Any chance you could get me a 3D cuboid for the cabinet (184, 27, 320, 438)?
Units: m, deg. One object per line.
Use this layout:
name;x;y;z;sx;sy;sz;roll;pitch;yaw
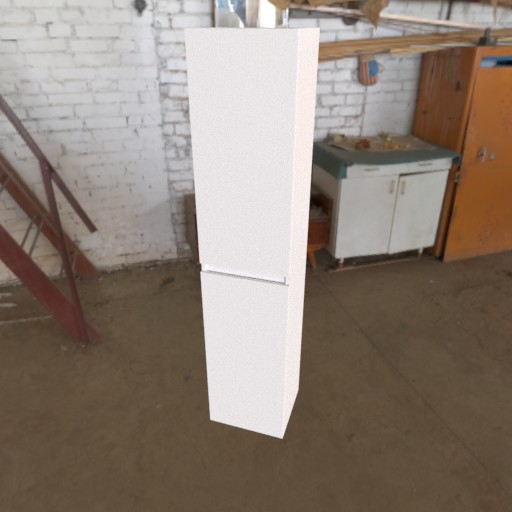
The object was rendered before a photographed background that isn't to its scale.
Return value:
cabinet;0.000;0.000;1.529;0.300;1.400;0.269;9;29;16
